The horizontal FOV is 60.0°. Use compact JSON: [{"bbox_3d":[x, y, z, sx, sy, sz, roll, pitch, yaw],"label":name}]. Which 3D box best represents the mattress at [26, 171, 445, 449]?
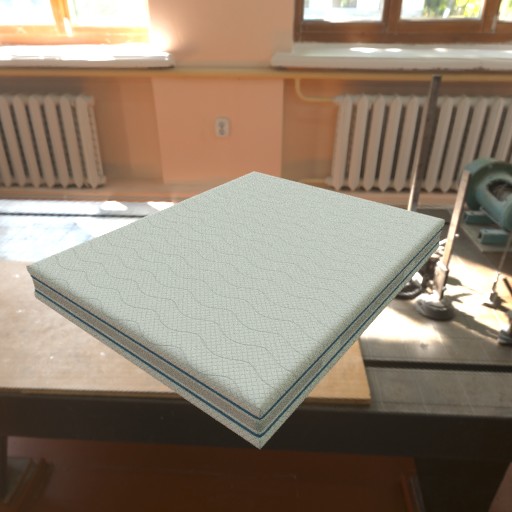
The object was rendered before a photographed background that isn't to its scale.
[{"bbox_3d":[0.000,0.000,2.702,1.600,0.230,2.000,21,36,32],"label":"mattress"}]
